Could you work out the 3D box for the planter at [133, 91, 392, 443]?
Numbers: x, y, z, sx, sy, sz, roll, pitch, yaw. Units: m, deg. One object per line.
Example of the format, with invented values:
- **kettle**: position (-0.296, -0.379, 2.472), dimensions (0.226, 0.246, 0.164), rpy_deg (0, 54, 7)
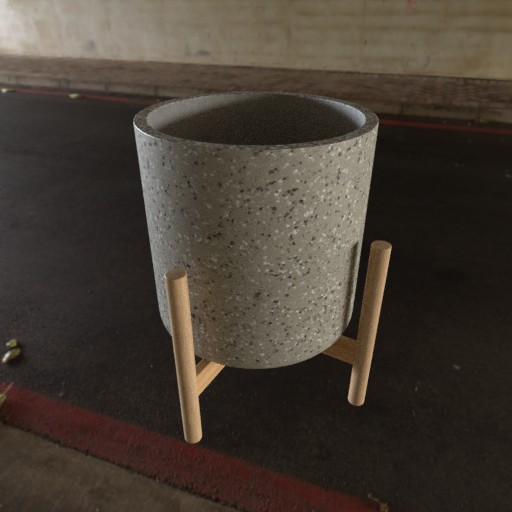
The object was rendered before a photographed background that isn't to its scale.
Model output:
- **planter**: position (0.000, 0.000, 0.669), dimensions (0.360, 0.419, 0.360), rpy_deg (-21, 37, -32)
